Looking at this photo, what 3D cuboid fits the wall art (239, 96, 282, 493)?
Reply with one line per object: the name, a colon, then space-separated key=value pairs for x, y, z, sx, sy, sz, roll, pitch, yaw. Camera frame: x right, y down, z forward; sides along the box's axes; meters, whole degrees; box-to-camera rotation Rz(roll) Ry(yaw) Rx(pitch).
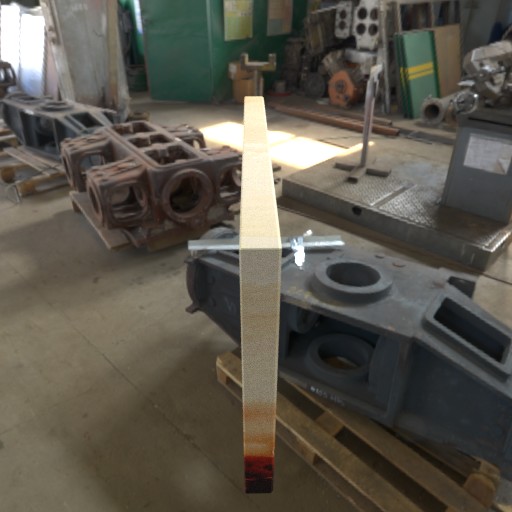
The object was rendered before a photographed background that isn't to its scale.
wall art: x=0.000 y=0.000 z=0.774 sx=0.040 sy=0.402 sz=0.613 roll=0 pitch=32 yaw=-1
